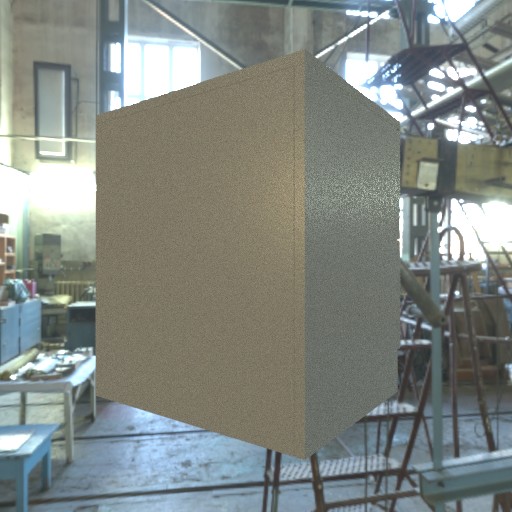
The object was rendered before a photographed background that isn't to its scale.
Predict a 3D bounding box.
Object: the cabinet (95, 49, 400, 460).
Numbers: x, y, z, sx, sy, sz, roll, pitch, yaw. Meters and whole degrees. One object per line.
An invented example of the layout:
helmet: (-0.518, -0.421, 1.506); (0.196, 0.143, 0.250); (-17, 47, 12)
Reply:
cabinet: (0.000, 0.000, 0.767); (0.400, 0.470, 0.360); (0, 0, 36)
